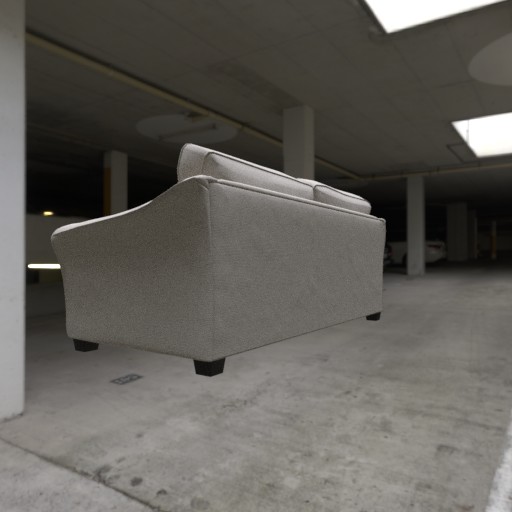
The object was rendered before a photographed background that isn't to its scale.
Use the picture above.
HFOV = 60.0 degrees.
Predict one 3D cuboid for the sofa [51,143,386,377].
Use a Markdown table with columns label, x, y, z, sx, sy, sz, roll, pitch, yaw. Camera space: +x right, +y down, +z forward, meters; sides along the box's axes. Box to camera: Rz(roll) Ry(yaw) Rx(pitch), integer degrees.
| label | x | y | z | sx | sy | sz | roll | pitch | yaw |
| --- | --- | --- | --- | --- | --- | --- | --- | --- | --- |
| sofa | 0.000 | 0.000 | 2.818 | 0.980 | 0.965 | 2.270 | 0 | -1 | 34 |
